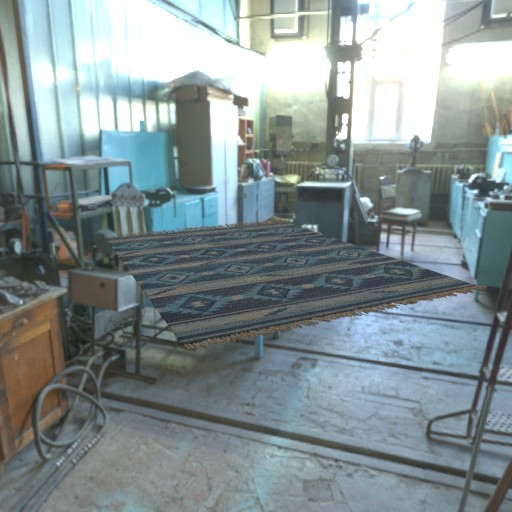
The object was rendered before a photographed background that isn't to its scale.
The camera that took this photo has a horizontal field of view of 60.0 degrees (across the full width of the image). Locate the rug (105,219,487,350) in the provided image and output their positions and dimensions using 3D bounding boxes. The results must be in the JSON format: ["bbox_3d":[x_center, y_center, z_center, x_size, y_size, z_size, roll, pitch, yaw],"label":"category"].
[{"bbox_3d":[0.000,0.000,4.346,2.418,0.047,3.307,-7,16,-25],"label":"rug"}]
